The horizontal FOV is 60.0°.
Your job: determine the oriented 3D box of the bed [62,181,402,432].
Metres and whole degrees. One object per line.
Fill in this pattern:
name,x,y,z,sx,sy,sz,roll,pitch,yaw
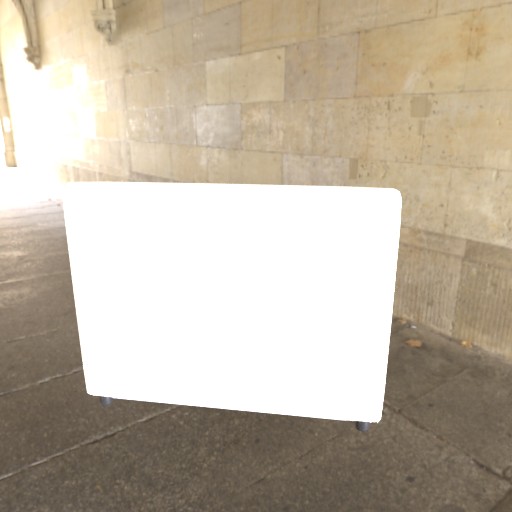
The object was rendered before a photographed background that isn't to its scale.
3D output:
bed,0.000,0.000,3.304,1.748,1.330,2.142,3,17,8
